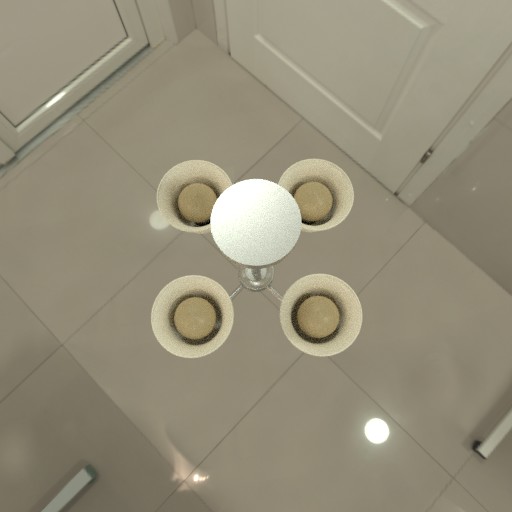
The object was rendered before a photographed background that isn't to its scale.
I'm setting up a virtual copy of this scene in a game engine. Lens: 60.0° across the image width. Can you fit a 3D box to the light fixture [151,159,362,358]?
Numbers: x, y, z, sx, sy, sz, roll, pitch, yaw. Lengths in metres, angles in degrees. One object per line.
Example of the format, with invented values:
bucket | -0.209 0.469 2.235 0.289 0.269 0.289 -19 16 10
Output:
light fixture | 0.000 0.000 0.763 0.427 0.370 0.427 43 80 10
